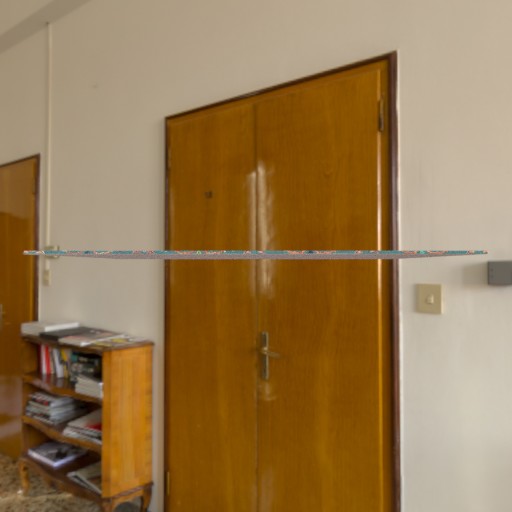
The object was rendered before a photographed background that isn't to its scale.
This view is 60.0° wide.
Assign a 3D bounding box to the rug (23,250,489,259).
[{"bbox_3d":[0.000,0.000,2.346,1.836,0.014,1.216,0,-1,1],"label":"rug"}]
